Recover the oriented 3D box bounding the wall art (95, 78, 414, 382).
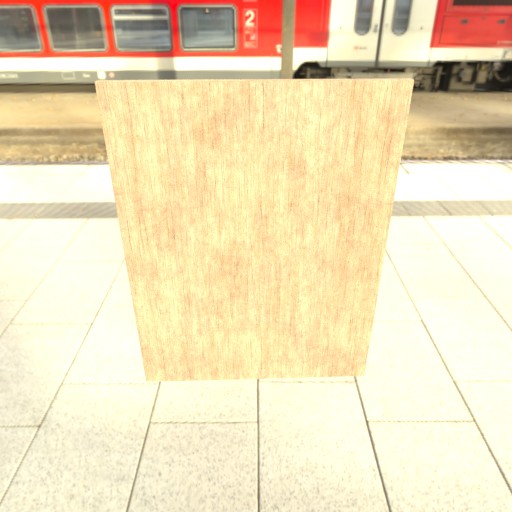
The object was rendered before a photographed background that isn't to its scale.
[{"bbox_3d":[0.000,0.000,0.919,0.534,0.686,0.018,-1,30,-2],"label":"wall art"}]
